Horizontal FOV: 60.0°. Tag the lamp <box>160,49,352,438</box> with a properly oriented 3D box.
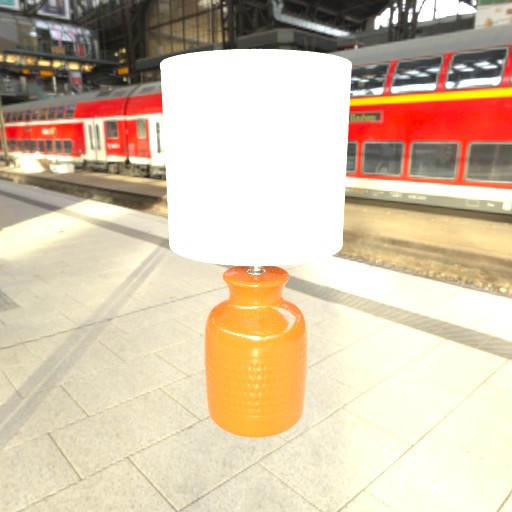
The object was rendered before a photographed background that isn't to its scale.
[{"bbox_3d":[0.000,0.000,1.100,0.418,0.871,0.418,-14,21,-42],"label":"lamp"}]
